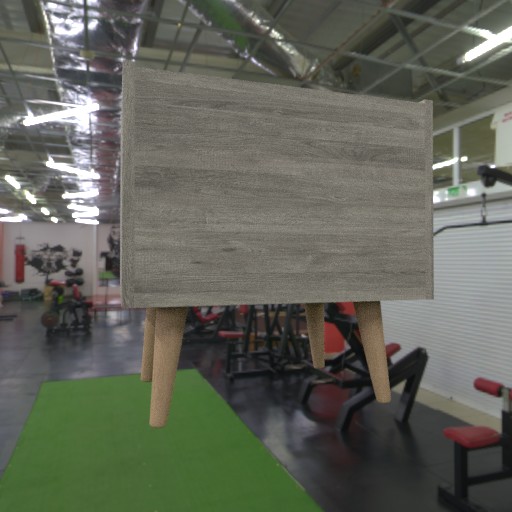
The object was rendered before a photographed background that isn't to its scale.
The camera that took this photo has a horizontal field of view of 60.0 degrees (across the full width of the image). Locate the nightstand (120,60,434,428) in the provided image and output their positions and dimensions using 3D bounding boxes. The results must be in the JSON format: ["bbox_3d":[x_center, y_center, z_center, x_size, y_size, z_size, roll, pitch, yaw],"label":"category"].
[{"bbox_3d":[0.000,0.000,0.823,0.480,0.500,0.380,0,-1,-17],"label":"nightstand"}]
